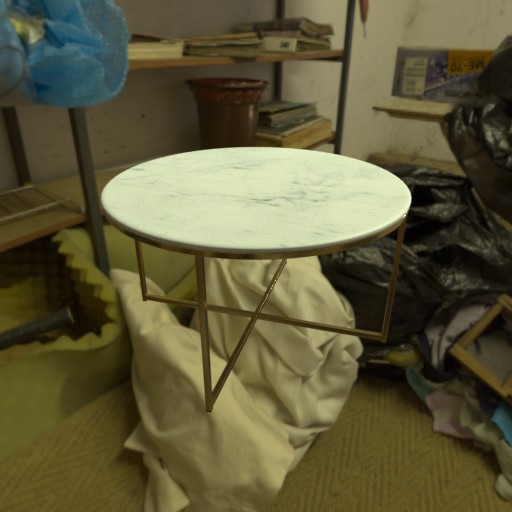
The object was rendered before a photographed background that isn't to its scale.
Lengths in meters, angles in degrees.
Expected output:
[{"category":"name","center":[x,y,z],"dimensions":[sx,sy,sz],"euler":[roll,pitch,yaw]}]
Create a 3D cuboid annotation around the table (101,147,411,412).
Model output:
[{"category":"table","center":[0.000,0.000,1.296],"dimensions":[0.800,0.450,0.800],"euler":[0,27,0]}]
